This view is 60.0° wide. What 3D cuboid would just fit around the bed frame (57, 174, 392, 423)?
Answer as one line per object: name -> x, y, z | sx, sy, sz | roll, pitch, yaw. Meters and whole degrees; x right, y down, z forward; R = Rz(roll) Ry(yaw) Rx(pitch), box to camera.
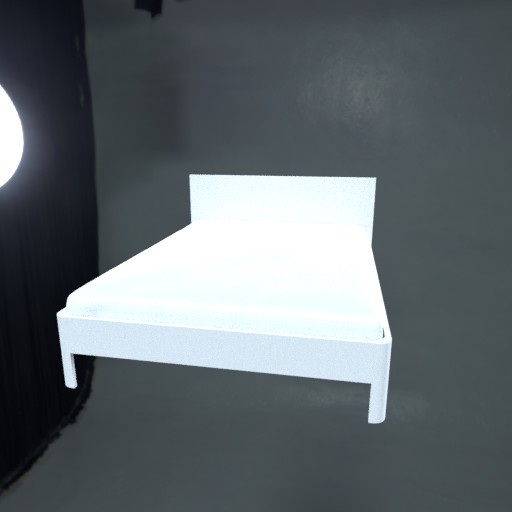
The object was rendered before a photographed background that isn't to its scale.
bed frame -> 0.000, 0.000, 2.718 | 1.490, 0.800, 1.950 | 3, 15, 11
